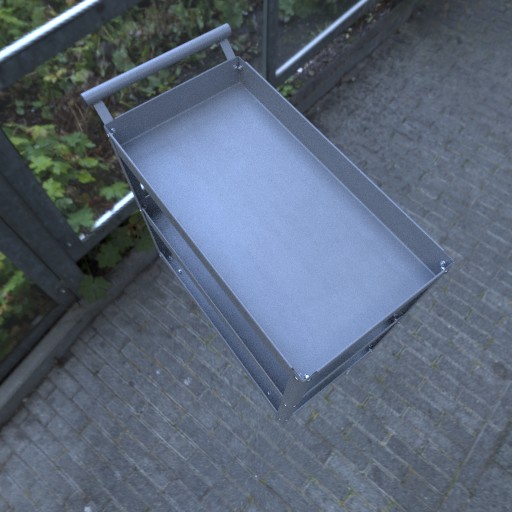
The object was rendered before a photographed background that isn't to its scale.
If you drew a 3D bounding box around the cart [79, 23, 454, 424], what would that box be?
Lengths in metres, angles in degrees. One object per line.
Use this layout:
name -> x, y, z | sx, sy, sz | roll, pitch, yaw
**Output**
cart -> 0.000, 0.000, 1.169 | 0.366, 0.780, 0.719 | -34, 68, -15
